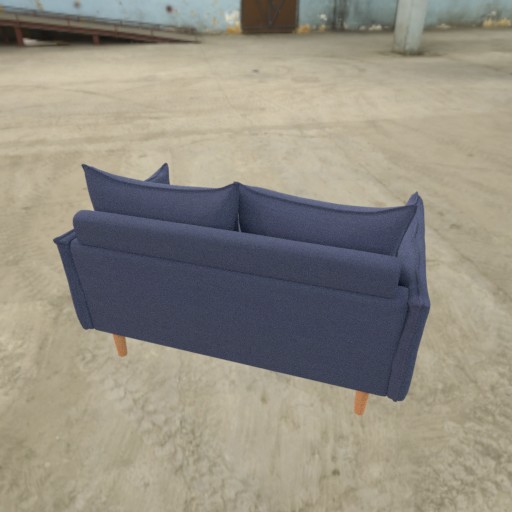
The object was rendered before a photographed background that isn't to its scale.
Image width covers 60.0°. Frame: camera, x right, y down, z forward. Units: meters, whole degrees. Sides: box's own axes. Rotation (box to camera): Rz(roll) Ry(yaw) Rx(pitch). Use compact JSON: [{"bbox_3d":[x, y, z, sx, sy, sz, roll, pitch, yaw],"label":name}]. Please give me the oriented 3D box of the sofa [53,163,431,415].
[{"bbox_3d":[0.000,0.000,1.842,1.300,0.840,0.820,9,33,15],"label":"sofa"}]
